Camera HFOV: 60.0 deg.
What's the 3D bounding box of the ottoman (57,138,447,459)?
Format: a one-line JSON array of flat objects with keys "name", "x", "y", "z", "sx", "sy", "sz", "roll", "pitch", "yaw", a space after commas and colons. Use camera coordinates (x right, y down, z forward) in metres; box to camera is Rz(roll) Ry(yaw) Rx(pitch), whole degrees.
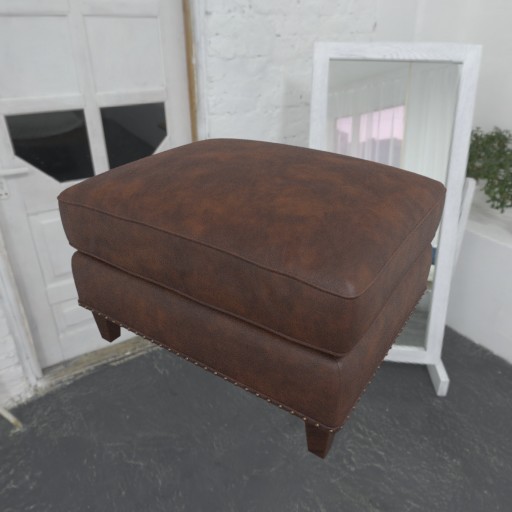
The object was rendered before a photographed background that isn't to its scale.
[{"name": "ottoman", "x": 0.000, "y": 0.000, "z": 1.115, "sx": 0.742, "sy": 0.486, "sz": 0.586, "roll": 18, "pitch": 34, "yaw": 29}]
